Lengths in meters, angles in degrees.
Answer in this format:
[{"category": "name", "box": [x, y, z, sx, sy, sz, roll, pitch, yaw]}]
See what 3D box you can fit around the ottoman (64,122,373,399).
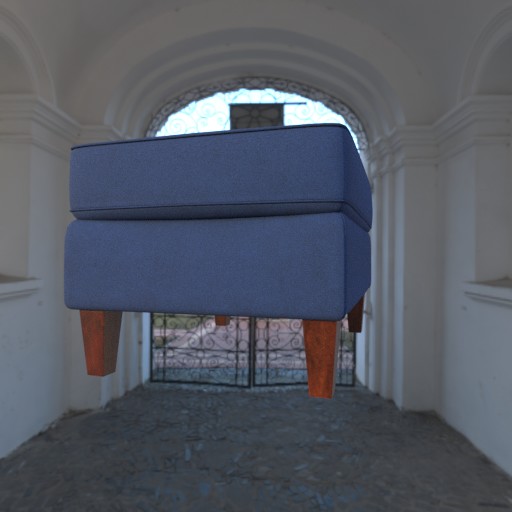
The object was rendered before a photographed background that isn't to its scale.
[{"category": "ottoman", "box": [0.000, 0.000, 1.407, 0.686, 0.584, 0.965, 0, 0, 17]}]
